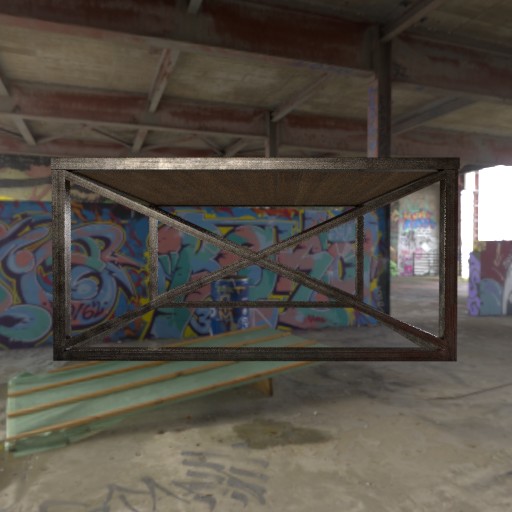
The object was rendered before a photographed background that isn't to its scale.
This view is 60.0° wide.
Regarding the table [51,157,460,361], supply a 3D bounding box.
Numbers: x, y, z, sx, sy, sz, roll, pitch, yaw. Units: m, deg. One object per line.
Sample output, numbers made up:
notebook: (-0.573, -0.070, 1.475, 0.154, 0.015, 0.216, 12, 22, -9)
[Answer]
table: (0.000, 0.000, 1.432, 0.899, 0.451, 0.909, 0, 1, 0)
